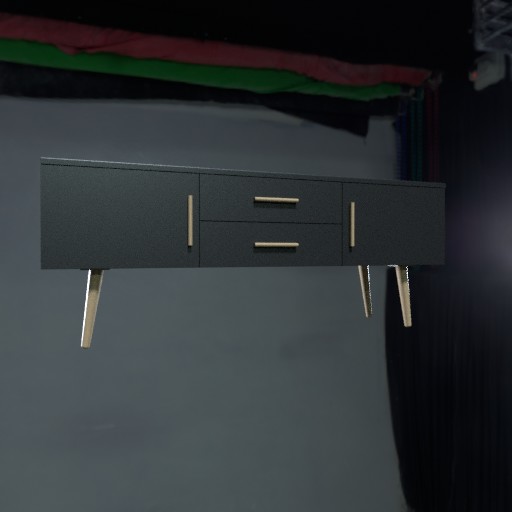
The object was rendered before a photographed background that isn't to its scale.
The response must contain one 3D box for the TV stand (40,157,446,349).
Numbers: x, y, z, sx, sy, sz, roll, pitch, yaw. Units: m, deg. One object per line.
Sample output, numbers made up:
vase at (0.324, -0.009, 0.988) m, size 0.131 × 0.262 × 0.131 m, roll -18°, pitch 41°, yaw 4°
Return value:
TV stand at (0.000, 0.000, 1.535) m, size 1.312 × 0.518 × 0.390 m, roll 0°, pitch 1°, yaw -19°
